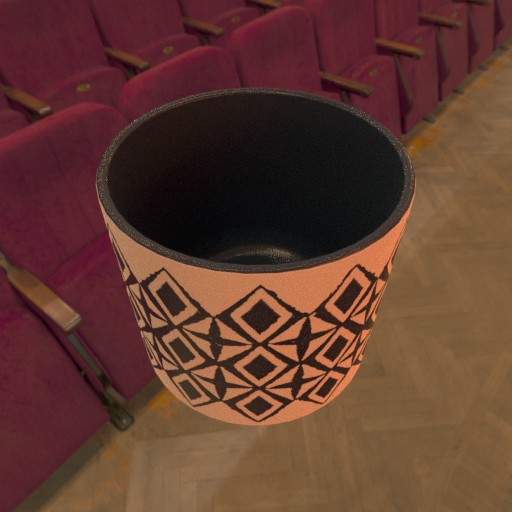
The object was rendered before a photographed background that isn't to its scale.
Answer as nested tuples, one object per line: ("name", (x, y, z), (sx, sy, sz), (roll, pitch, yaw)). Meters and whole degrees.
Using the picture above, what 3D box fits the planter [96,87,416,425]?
("planter", (0.000, 0.000, 0.276), (0.159, 0.144, 0.159), (0, 46, 0))
